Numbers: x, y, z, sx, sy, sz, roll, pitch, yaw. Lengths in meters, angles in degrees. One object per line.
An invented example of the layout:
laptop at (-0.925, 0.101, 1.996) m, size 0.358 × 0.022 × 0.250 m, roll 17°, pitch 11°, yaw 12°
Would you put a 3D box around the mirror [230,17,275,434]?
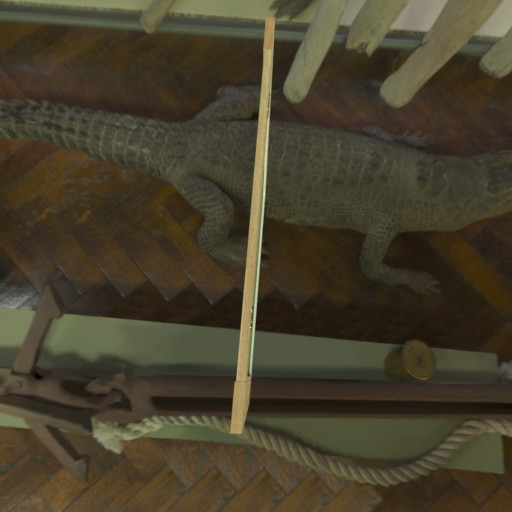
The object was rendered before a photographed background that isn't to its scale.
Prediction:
mirror at (0.000, 0.000, 1.190) m, size 0.020 × 0.800 × 0.800 m, roll 4°, pitch 75°, yaw 1°
